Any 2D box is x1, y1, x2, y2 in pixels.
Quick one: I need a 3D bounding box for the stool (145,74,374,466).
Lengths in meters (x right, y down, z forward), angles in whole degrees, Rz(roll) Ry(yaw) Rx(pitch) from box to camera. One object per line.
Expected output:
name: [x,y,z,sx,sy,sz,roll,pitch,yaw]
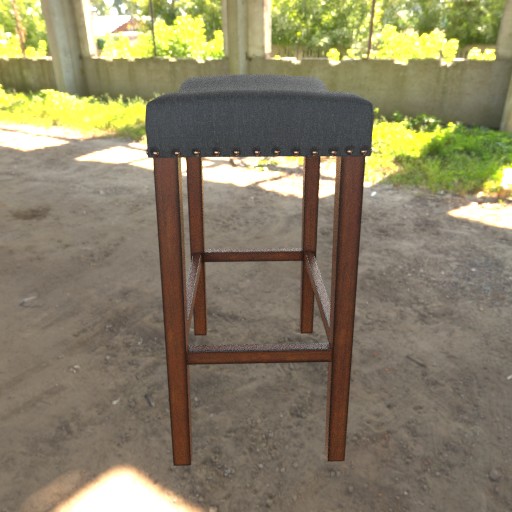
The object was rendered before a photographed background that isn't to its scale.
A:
stool: [0.000,0.000,1.013,0.366,0.748,0.502,-1,25,-2]
